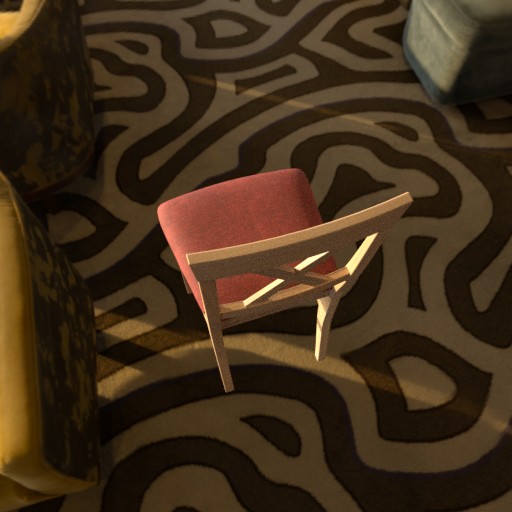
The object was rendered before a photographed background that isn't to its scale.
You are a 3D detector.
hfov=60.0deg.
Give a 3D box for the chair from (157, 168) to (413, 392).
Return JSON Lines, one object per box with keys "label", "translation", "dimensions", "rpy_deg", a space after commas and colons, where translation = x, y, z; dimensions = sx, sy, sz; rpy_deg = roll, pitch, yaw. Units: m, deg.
{"label": "chair", "translation": [0.000, 0.000, 1.181], "dimensions": [0.439, 0.912, 0.492], "rpy_deg": [-16, 61, -9]}
